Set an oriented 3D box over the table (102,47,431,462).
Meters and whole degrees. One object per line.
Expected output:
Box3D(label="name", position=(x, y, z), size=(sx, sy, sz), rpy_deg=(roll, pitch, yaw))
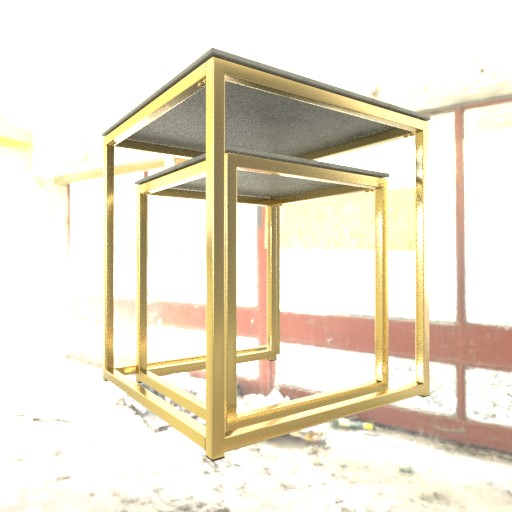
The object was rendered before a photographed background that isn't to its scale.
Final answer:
Box3D(label="table", position=(0.000, 0.000, 0.846), size=(0.450, 0.500, 0.450), rpy_deg=(0, -1, -35))
